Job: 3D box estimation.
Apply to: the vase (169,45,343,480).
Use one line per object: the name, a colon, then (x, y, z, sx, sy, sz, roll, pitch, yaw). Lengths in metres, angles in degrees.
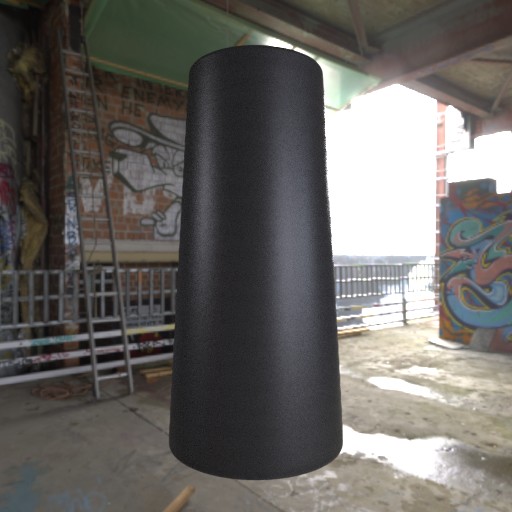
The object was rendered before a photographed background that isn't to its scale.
vase: (0.000, 0.000, 0.353, 0.136, 0.289, 0.136, 0, 0, -19)
